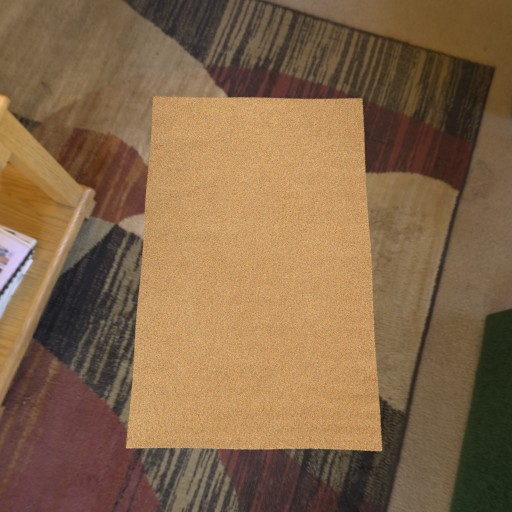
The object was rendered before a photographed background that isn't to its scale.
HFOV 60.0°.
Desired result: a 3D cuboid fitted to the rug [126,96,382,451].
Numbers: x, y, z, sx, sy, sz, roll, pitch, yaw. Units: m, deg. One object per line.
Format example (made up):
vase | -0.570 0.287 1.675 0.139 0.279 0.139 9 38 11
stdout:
rug | 0.000 0.000 2.896 1.500 0.025 2.346 1 76 0
